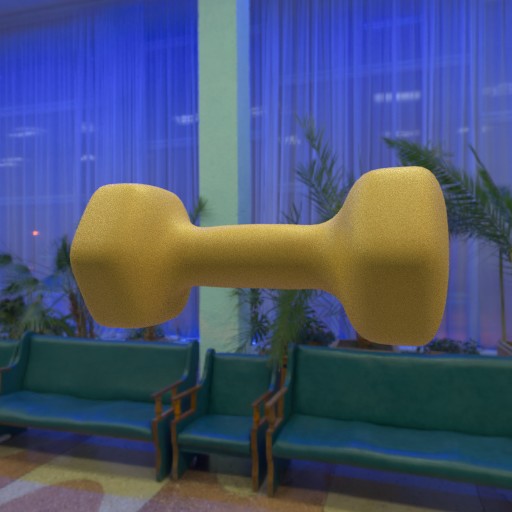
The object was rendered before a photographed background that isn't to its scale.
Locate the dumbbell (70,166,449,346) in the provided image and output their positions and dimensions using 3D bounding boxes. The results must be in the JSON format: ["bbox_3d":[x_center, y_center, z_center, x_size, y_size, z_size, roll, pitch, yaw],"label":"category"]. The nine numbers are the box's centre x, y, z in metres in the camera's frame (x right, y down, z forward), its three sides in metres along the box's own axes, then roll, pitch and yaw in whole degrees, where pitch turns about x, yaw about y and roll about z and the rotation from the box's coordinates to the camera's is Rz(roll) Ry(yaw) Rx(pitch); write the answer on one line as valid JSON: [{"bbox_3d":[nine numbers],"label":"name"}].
[{"bbox_3d":[0.000,0.000,0.239,0.190,0.082,0.090,0,0,19],"label":"dumbbell"}]
